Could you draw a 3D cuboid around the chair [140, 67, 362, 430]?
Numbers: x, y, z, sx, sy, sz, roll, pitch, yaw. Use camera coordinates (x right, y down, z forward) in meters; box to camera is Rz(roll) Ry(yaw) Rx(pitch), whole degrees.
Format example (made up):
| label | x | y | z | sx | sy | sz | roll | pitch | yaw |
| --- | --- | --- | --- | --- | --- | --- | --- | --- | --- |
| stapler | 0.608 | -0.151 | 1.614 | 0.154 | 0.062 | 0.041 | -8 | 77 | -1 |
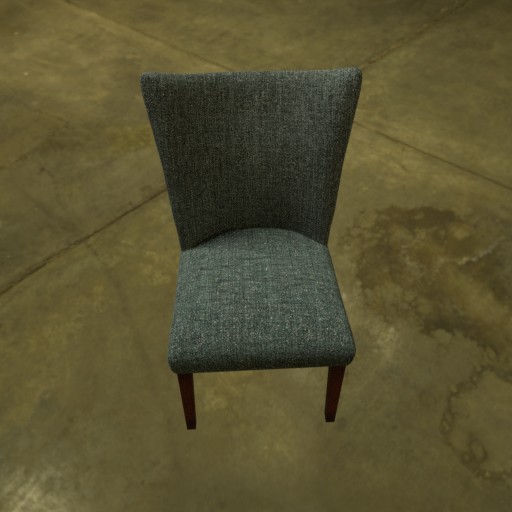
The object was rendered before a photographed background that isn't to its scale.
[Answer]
| label | x | y | z | sx | sy | sz | roll | pitch | yaw |
| --- | --- | --- | --- | --- | --- | --- | --- | --- | --- |
| chair | 0.000 | 0.000 | 1.276 | 0.535 | 0.924 | 0.623 | -2 | 47 | -2 |
